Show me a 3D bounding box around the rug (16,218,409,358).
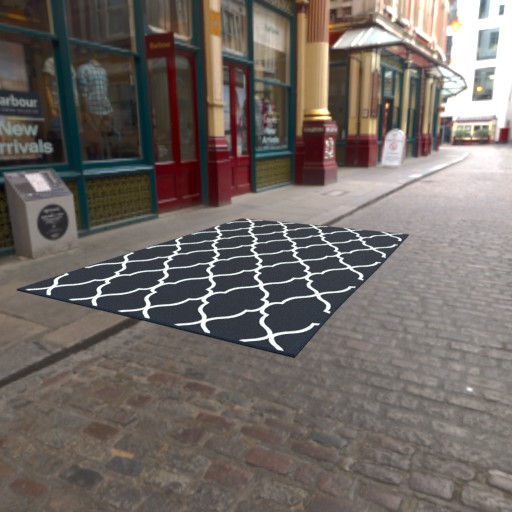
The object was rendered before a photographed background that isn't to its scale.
[{"bbox_3d":[0.000,0.000,2.861,1.528,0.014,2.294,8,17,27],"label":"rug"}]
